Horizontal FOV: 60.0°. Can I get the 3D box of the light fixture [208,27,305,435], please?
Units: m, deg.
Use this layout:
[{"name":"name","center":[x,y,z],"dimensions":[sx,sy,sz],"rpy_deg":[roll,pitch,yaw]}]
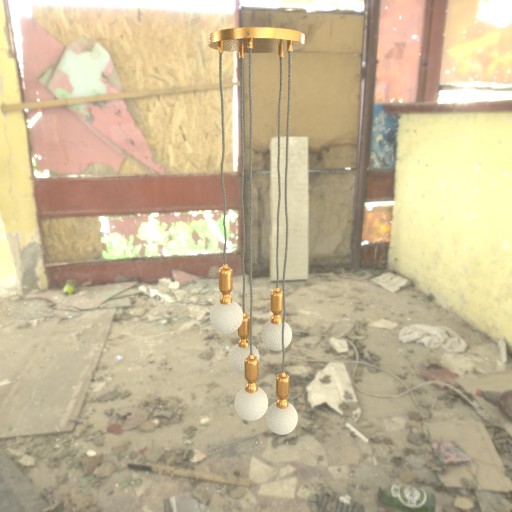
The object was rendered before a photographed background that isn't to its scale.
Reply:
[{"name":"light fixture","center":[0.000,0.000,0.507],"dimensions":[0.108,0.457,0.105],"rpy_deg":[3,18,9]}]
